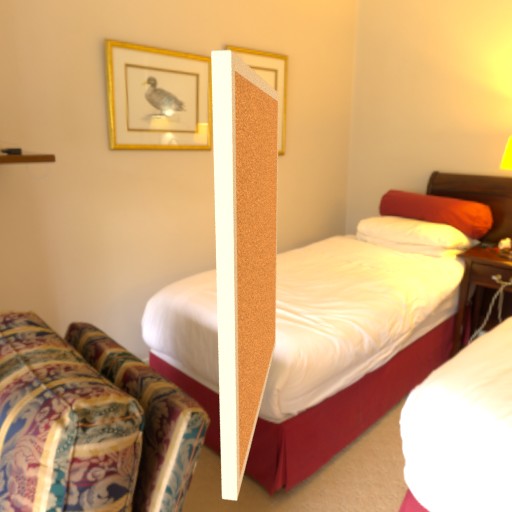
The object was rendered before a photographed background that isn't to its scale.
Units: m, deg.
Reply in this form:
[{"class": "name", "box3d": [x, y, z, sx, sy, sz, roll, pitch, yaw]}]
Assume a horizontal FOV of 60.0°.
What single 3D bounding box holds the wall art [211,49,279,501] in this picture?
[{"class": "wall art", "box3d": [0.000, 0.000, 0.716, 0.020, 0.536, 0.444, 2, 15, 9]}]
